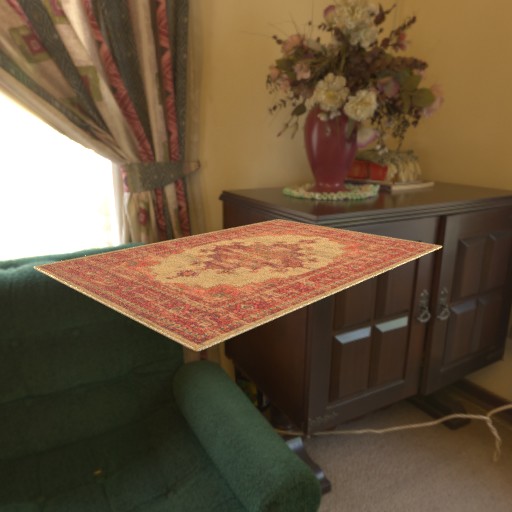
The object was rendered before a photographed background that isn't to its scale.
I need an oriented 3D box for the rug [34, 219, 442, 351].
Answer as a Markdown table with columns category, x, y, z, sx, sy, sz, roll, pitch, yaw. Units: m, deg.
| category | x | y | z | sx | sy | sz | roll | pitch | yaw |
| --- | --- | --- | --- | --- | --- | --- | --- | --- | --- |
| rug | 0.000 | 0.000 | 2.906 | 1.555 | 0.011 | 2.232 | 14 | 20 | 42 |
